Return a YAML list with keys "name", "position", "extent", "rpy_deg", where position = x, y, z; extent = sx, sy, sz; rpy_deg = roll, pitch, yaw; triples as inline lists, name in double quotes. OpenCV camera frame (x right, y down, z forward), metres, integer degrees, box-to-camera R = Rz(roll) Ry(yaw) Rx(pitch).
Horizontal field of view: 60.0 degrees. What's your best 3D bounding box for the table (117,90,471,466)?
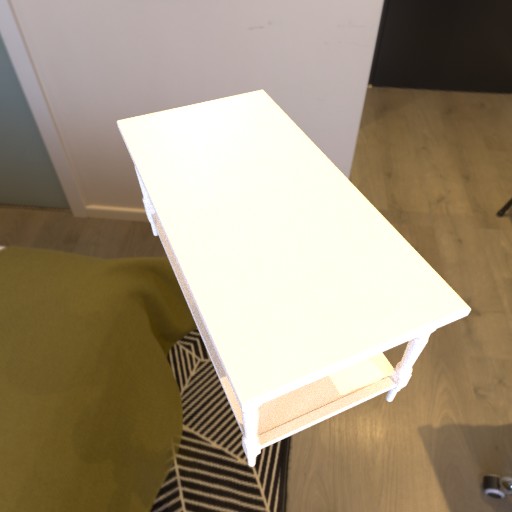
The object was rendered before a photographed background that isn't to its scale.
- name: "table"
  position: [0.000, 0.000, 1.431]
  extent: [0.550, 0.510, 1.107]
  rpy_deg: [-18, 50, -16]
